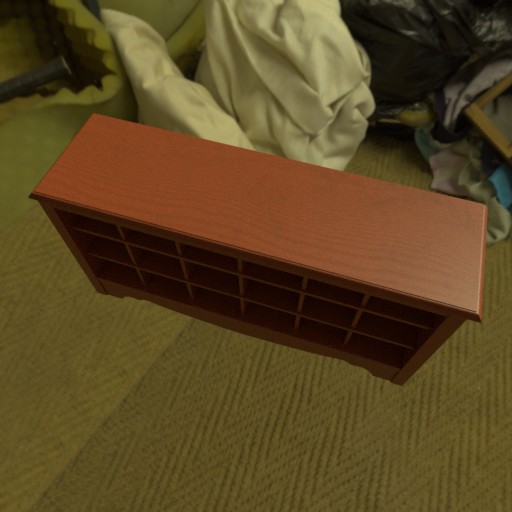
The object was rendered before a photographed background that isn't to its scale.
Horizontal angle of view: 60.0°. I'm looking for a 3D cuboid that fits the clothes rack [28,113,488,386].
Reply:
[{"bbox_3d":[0.000,0.000,1.493,1.251,0.594,0.362,15,59,9],"label":"clothes rack"}]
